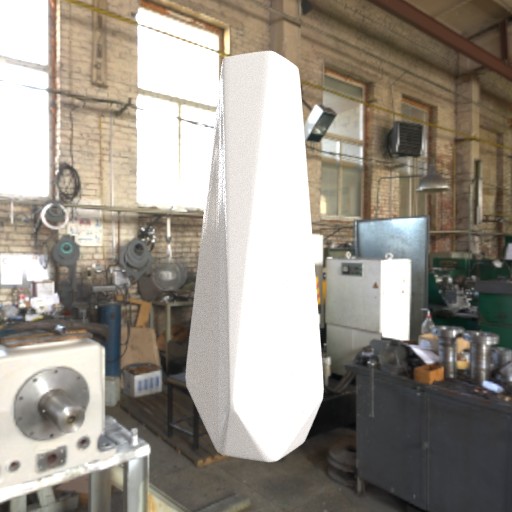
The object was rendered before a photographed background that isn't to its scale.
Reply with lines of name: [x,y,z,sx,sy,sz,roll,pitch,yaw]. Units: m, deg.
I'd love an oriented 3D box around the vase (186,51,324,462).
vase: [0.000,0.000,0.383,0.122,0.329,0.116,0,0,18]
